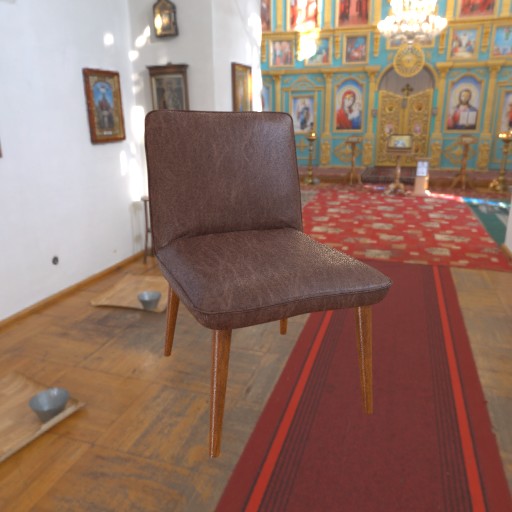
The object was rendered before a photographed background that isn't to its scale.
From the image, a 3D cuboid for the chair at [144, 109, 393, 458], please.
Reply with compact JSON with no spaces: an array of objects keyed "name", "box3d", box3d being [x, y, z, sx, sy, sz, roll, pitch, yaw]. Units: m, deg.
[{"name":"chair","box3d":[0.000,0.000,1.256,0.543,0.803,0.645,-8,18,-26]}]
